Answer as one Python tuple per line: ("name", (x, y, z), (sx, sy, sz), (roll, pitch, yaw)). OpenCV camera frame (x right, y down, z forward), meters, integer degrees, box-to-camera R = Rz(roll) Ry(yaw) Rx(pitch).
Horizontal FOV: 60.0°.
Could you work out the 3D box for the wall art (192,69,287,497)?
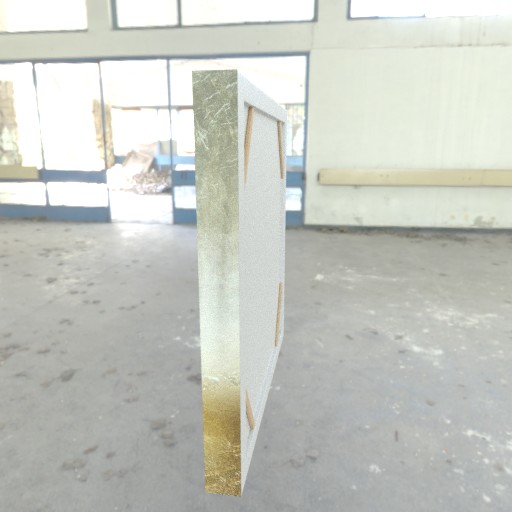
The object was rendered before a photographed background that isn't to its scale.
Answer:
("wall art", (0.000, 0.000, 0.601), (0.038, 0.407, 0.405), (2, 14, 9))
